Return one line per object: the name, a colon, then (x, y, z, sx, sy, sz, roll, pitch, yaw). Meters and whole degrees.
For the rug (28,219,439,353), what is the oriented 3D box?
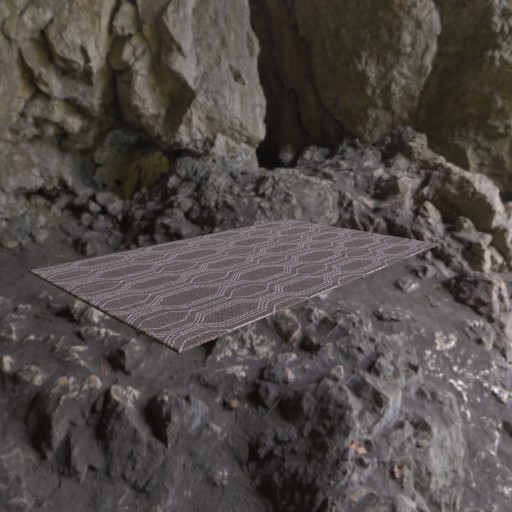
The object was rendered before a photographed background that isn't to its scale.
rug: (0.000, 0.000, 3.067, 1.541, 0.012, 2.457, 14, 21, 42)
